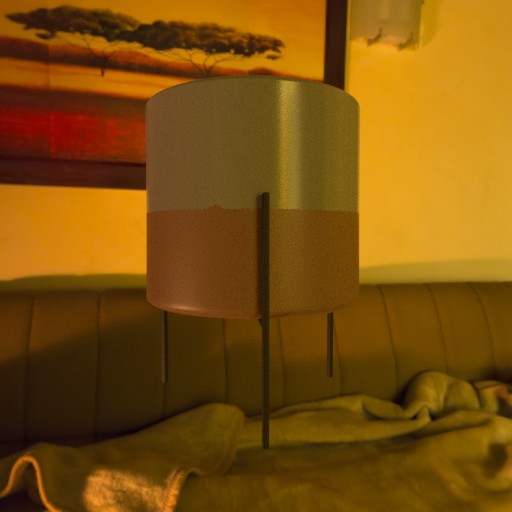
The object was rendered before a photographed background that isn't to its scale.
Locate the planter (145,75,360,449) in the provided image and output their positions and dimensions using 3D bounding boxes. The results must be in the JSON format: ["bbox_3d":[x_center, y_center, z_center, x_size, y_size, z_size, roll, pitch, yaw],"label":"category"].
[{"bbox_3d":[0.000,0.000,0.746,0.360,0.480,0.348,-2,3,-36],"label":"planter"}]
